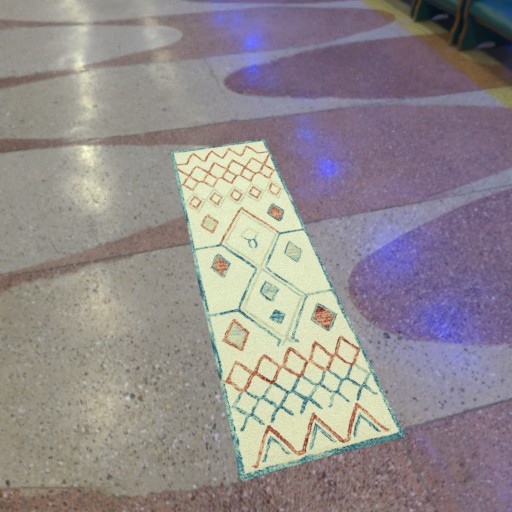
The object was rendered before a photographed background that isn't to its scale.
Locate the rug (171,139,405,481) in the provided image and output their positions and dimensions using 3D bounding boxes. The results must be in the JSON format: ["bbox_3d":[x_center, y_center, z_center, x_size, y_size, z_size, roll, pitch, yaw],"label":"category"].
[{"bbox_3d":[0.000,0.000,2.700,0.750,0.011,2.435,-11,48,-10],"label":"rug"}]
